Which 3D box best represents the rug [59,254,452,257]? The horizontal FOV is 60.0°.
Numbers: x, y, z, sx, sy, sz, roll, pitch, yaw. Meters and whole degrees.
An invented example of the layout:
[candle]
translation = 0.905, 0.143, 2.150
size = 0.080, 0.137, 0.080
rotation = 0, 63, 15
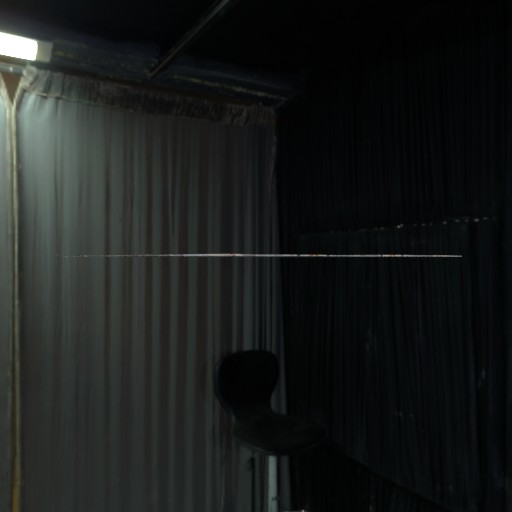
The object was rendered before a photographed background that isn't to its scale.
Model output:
[rug]
translation = 0.000, 0.000, 4.022
size = 3.000, 0.012, 2.371
rotation = 0, 0, -36
